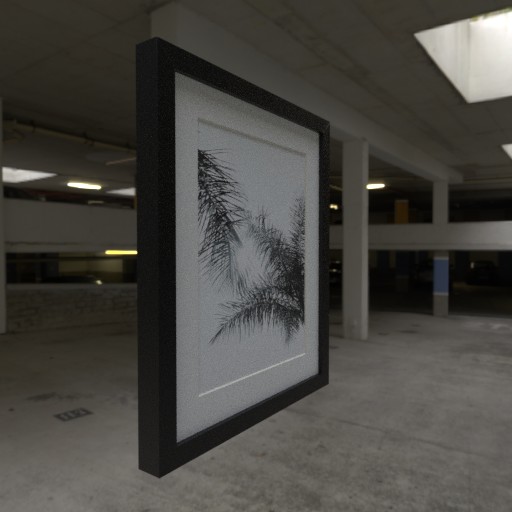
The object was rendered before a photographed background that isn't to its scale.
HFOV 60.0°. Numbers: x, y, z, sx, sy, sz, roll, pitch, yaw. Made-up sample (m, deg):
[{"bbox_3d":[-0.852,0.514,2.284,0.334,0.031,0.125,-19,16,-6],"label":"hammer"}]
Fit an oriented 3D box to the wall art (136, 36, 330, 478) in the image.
[{"bbox_3d":[0.000,0.000,0.521,0.028,0.380,0.325,1,2,36],"label":"wall art"}]
